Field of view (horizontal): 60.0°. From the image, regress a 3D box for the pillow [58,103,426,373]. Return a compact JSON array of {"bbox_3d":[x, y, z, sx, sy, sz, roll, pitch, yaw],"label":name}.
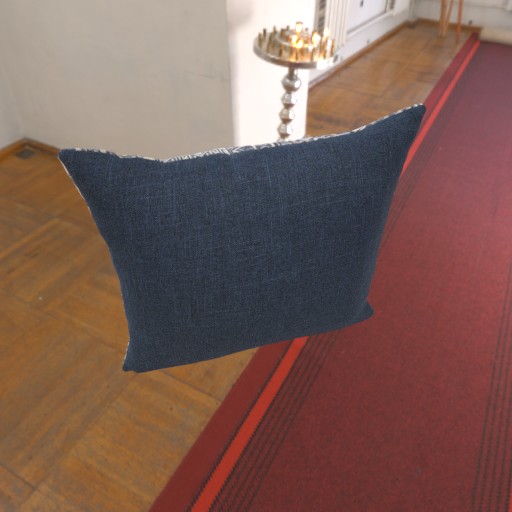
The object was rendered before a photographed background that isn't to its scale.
[{"bbox_3d":[0.000,0.000,0.777,0.546,0.487,0.180,-11,42,-12],"label":"pillow"}]
